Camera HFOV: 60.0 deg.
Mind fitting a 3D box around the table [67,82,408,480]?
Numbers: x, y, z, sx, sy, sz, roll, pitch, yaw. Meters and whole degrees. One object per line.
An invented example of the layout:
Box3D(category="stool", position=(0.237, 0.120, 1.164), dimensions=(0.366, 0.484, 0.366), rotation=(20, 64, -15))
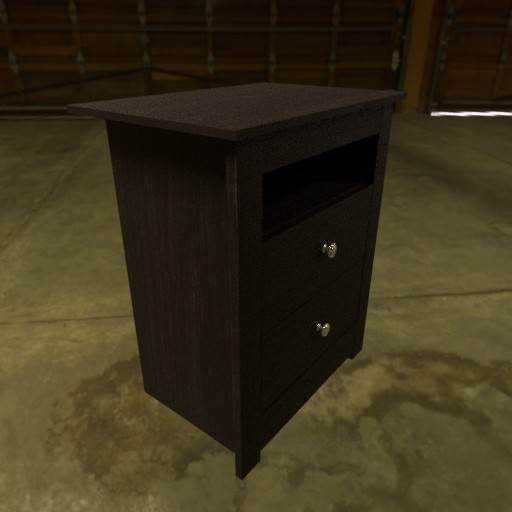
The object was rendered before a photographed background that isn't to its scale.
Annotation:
Box3D(category="table", position=(0.000, 0.000, 1.052), dimensions=(0.406, 0.711, 0.591), rotation=(19, 32, 34))
